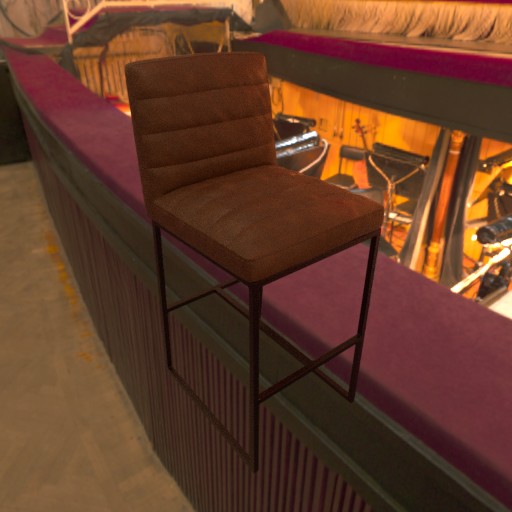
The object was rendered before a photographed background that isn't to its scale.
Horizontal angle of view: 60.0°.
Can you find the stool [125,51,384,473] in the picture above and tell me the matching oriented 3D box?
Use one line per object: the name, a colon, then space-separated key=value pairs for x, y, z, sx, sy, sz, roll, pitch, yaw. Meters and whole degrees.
stool: x=0.000 y=0.000 z=1.323 sx=0.463 sy=1.065 sz=0.562 roll=-22 pitch=36 yaw=-32
